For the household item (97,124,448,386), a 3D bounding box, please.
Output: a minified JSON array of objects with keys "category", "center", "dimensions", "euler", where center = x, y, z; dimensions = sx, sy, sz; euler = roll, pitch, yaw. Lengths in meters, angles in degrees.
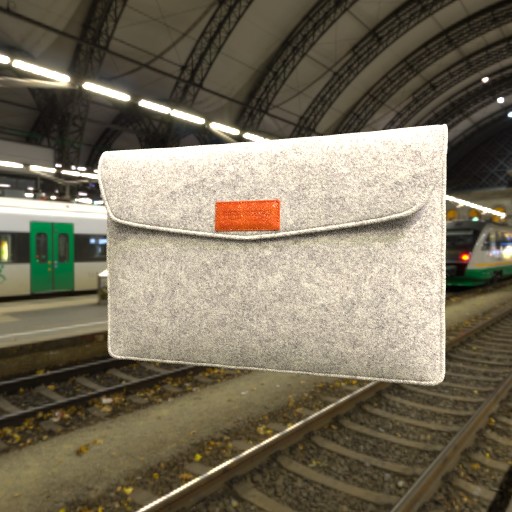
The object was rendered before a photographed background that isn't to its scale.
[{"category":"household item","center":[0.000,0.000,0.424],"dimensions":[0.335,0.221,0.057],"euler":[0,1,18]}]
